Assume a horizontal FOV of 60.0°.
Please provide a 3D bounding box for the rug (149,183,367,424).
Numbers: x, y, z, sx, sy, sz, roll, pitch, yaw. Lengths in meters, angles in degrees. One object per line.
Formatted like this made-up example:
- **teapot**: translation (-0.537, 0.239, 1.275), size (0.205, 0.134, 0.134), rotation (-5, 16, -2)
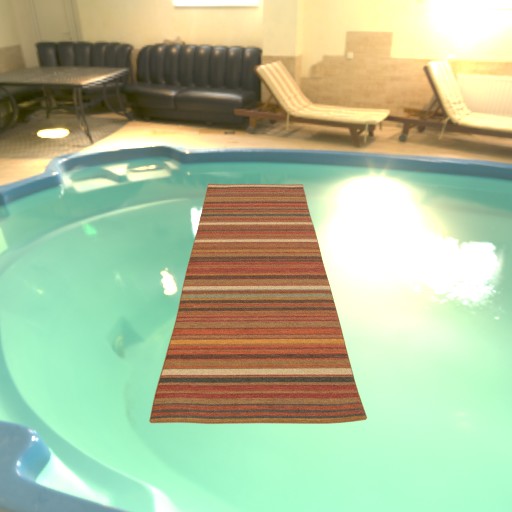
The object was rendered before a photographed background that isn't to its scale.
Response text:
- **rug**: translation (0.000, 0.000, 2.667), size (0.799, 0.030, 2.444), rotation (0, 30, 0)
